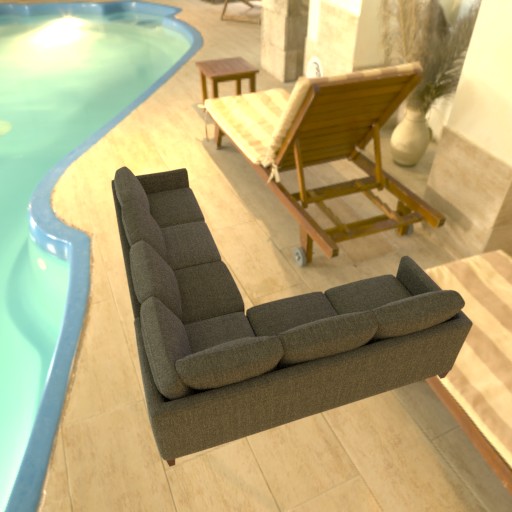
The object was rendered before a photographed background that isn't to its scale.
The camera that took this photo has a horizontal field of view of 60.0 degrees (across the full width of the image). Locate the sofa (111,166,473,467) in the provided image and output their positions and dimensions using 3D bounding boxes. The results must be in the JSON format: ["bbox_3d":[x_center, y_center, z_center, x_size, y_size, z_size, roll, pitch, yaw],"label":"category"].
[{"bbox_3d":[0.000,0.000,4.532,2.593,0.947,3.302,-12,41,-14],"label":"sofa"}]
